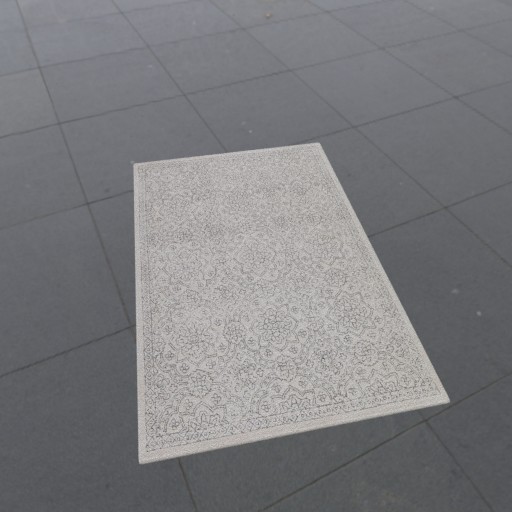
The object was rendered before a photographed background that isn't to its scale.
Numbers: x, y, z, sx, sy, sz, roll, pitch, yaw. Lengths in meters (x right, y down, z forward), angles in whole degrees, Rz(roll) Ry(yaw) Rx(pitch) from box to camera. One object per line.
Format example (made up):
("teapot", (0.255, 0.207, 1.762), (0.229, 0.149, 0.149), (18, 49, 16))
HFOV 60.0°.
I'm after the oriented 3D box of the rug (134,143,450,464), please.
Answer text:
("rug", (0.000, 0.000, 2.847), (1.524, 0.011, 2.286), (-8, 49, -7))
